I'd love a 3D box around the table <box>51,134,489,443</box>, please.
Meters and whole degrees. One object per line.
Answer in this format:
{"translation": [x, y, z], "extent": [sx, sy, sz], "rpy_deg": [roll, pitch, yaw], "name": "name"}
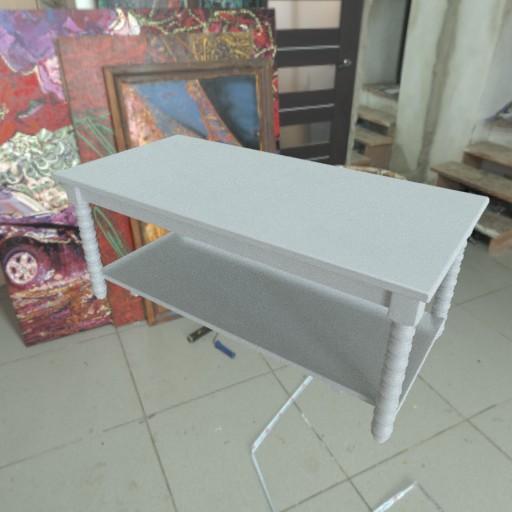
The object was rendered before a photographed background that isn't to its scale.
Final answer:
{"translation": [0.000, 0.000, 1.422], "extent": [1.171, 0.487, 0.580], "rpy_deg": [19, 35, 30], "name": "table"}
